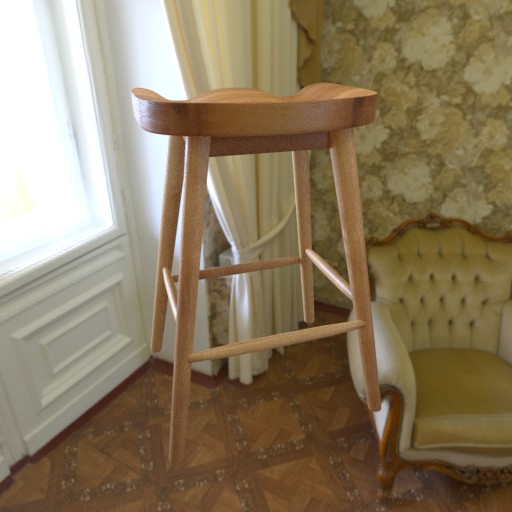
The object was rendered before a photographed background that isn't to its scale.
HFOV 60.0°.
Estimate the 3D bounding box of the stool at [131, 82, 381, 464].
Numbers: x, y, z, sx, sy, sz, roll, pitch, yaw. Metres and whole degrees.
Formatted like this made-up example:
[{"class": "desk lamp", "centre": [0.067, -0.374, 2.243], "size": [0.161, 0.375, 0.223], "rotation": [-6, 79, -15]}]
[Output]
[{"class": "stool", "centre": [0.000, 0.000, 0.879], "size": [0.440, 0.615, 0.361], "rotation": [-8, 27, -16]}]
